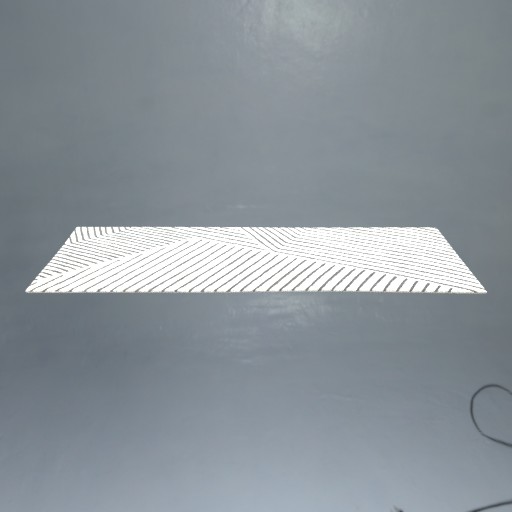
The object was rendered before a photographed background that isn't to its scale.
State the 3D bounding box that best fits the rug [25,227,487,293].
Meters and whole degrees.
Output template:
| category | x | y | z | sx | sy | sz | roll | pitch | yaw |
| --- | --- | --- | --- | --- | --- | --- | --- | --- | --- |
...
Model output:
| category | x | y | z | sx | sy | sz | roll | pitch | yaw |
| --- | --- | --- | --- | --- | --- | --- | --- | --- | --- |
| rug | 0.000 | 0.000 | 2.668 | 2.439 | 0.020 | 0.773 | 0 | 30 | 0 |
